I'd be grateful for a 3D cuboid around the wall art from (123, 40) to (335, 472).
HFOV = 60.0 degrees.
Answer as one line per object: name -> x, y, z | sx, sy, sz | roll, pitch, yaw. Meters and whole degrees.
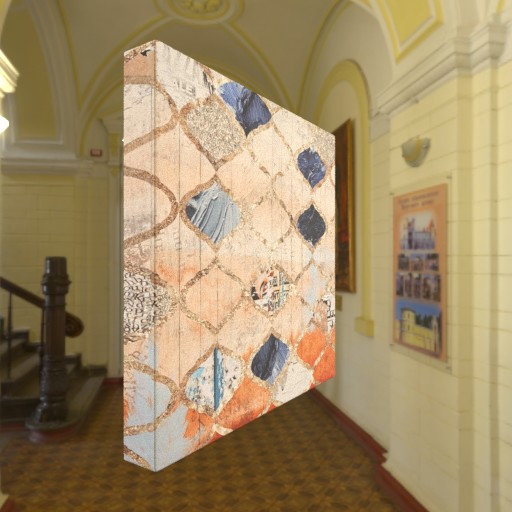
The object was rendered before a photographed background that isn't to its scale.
wall art -> 0.000, 0.000, 0.444 | 0.036, 0.304, 0.303 | 0, 0, 34
